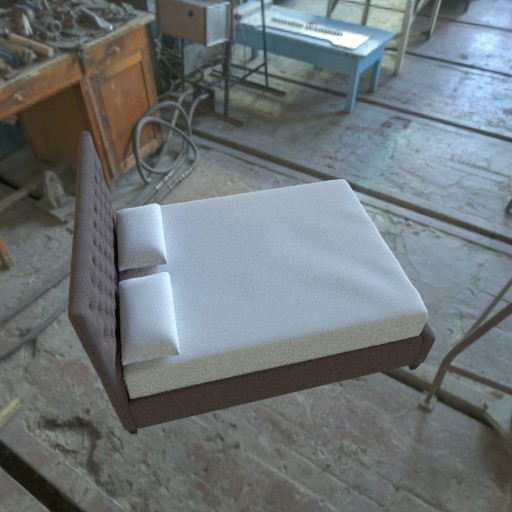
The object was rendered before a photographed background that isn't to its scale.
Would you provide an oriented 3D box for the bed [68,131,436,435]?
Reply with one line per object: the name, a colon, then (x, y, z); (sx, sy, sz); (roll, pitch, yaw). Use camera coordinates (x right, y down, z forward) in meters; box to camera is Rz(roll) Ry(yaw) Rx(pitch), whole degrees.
bed: (0.000, 0.000, 3.302); (2.233, 1.426, 1.696); (-10, 47, -9)
